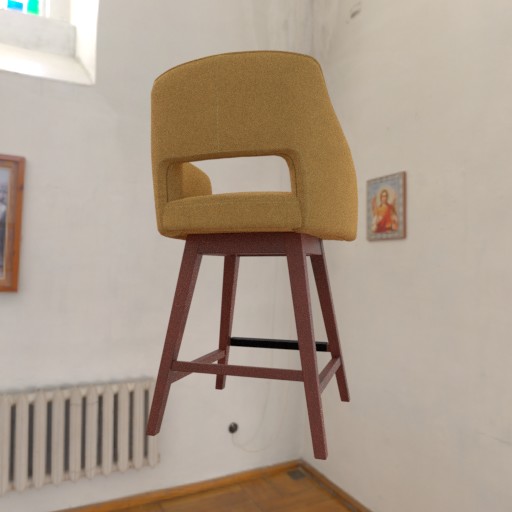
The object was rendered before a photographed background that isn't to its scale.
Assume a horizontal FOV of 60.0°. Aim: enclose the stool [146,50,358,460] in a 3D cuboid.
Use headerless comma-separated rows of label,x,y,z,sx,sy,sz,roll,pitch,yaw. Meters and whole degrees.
stool,0.000,0.000,1.262,0.548,0.924,0.558,0,-1,19
